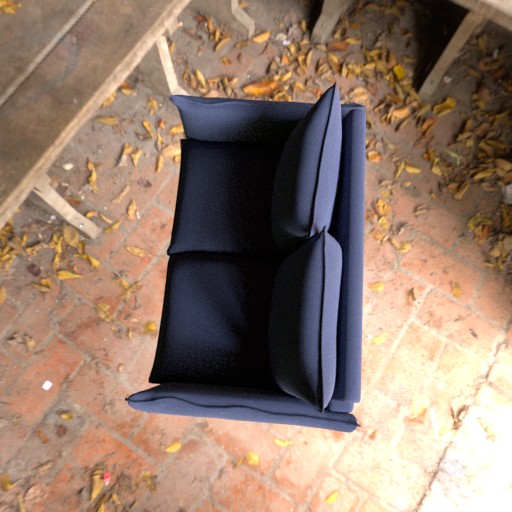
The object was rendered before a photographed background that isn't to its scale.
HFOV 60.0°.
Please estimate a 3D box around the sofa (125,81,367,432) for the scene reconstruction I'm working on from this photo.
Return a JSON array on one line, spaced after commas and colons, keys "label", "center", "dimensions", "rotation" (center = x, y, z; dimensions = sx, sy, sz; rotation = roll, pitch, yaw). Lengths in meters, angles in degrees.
[{"label": "sofa", "center": [0.000, 0.000, 1.869], "dimensions": [0.820, 0.840, 1.300], "rotation": [4, 75, 1]}]
